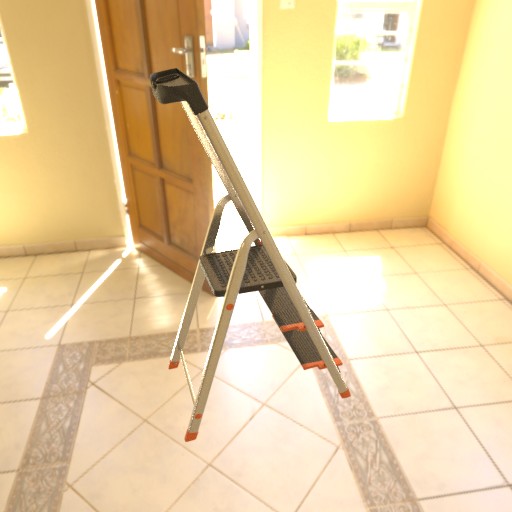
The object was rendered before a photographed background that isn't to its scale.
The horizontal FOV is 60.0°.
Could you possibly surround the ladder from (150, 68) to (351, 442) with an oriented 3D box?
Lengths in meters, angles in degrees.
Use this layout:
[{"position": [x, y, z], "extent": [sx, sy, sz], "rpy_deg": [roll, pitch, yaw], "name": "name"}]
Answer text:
[{"position": [0.000, 0.000, 1.583], "extent": [0.686, 1.229, 0.416], "rpy_deg": [-10, 31, -16], "name": "ladder"}]
